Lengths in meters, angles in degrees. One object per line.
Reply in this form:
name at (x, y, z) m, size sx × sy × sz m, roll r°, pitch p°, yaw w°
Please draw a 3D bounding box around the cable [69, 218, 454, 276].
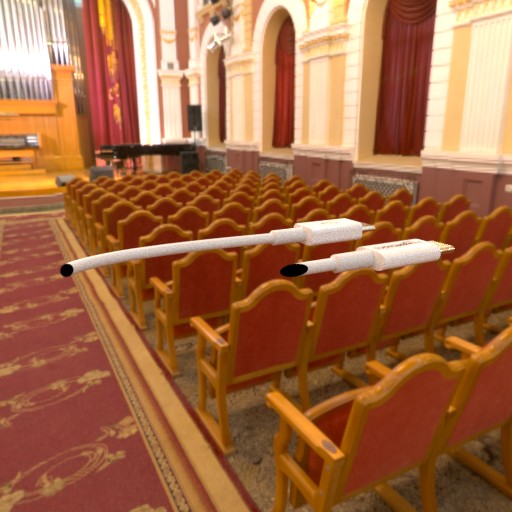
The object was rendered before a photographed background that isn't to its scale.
cable at (0.000, 0.000, 0.112) m, size 0.098 × 0.006 × 0.040 m, roll -8°, pitch 17°, yaw -26°
